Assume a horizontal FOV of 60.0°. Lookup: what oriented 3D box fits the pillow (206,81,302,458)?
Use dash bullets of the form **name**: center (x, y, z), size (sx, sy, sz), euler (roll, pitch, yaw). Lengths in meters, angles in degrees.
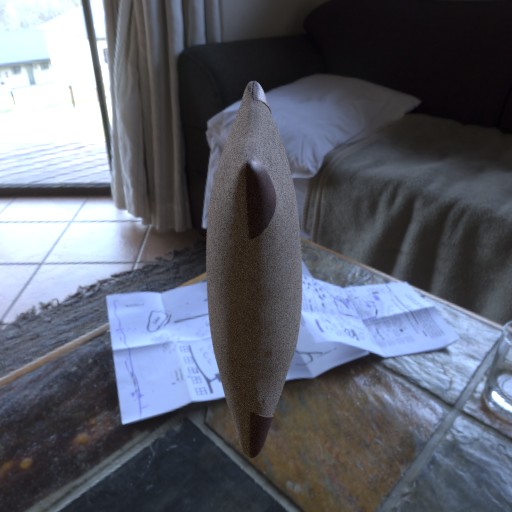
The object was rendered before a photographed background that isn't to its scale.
- **pillow**: center (0.000, 0.000, 0.690), size (0.147, 0.448, 0.437), euler (0, 31, 0)
